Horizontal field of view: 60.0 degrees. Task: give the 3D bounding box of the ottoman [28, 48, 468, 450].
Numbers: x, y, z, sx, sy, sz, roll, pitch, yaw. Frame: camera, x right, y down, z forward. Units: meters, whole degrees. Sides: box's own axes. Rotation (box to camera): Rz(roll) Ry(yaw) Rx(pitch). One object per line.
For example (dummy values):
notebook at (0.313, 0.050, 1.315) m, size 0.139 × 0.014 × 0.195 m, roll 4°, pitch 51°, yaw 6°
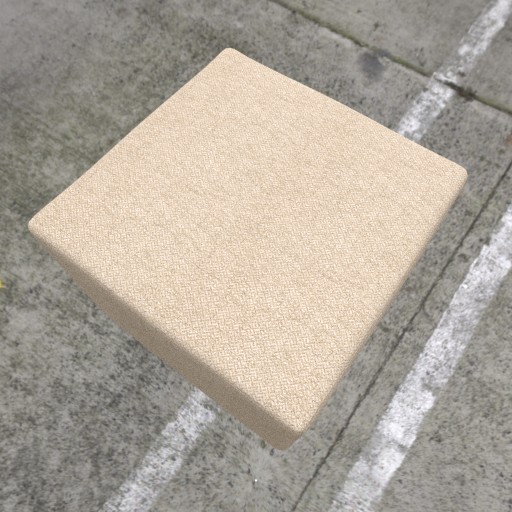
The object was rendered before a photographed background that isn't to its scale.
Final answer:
ottoman at (0.000, 0.000, 0.858) m, size 0.508 × 0.432 × 0.508 m, roll 33°, pitch 68°, yaw 16°
